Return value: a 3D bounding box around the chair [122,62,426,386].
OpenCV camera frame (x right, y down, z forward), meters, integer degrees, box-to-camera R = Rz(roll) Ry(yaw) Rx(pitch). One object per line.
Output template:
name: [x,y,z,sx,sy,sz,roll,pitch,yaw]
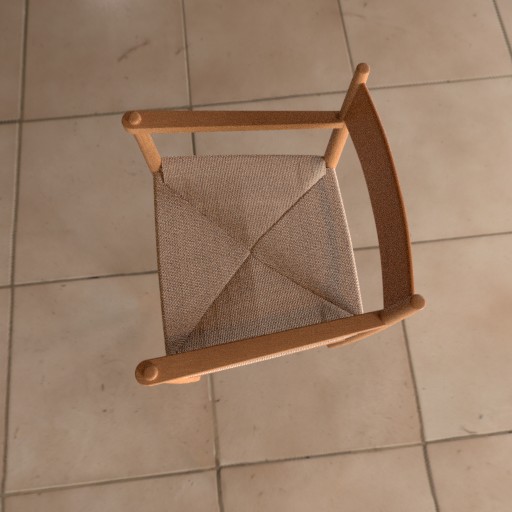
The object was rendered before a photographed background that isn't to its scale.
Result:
chair: [0.000,0.000,1.088,0.495,0.762,0.556,-7,74,-2]
